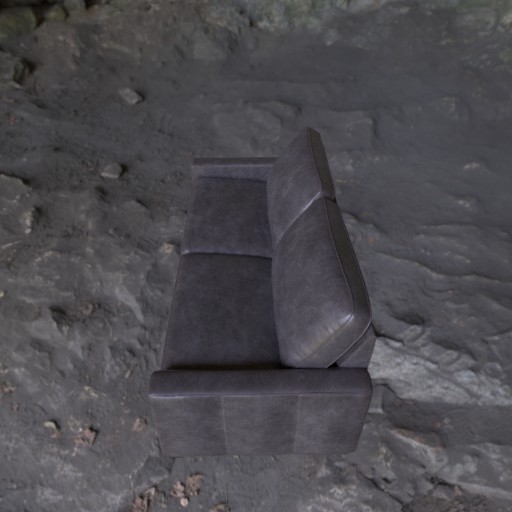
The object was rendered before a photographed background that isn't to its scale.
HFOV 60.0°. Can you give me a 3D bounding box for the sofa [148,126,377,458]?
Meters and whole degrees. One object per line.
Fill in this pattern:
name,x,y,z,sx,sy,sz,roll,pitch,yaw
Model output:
sofa,0.000,0.000,2.657,0.939,0.916,2.081,-1,40,-1
